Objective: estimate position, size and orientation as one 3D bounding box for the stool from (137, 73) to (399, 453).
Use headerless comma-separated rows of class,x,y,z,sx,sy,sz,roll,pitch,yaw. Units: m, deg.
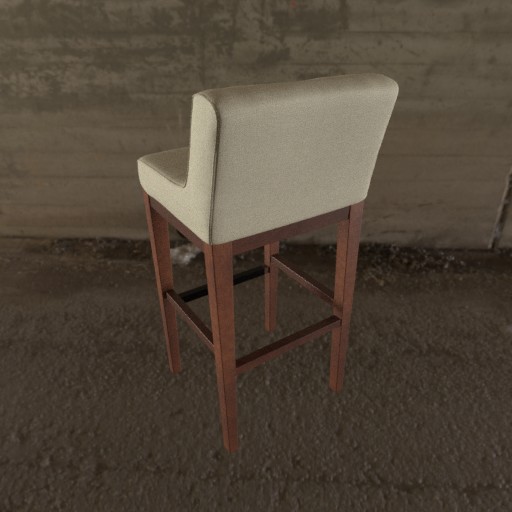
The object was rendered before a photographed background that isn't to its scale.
stool,0.000,0.000,1.336,0.511,1.037,0.500,-18,34,-29
